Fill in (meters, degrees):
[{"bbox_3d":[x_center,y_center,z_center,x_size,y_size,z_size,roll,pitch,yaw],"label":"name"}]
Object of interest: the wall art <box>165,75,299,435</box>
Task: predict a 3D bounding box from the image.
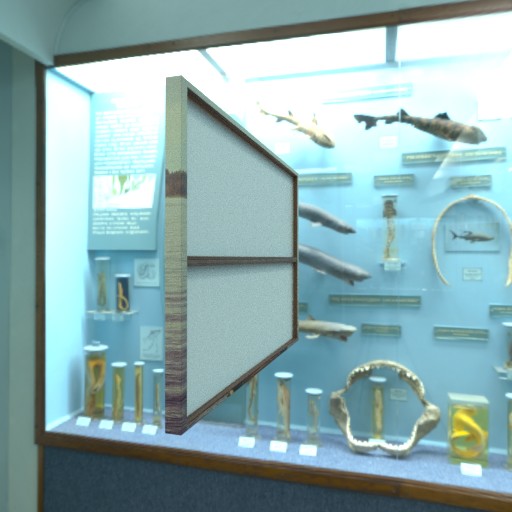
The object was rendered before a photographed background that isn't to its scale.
[{"bbox_3d":[0.000,0.000,1.489,0.040,0.765,1.149,0,0,18],"label":"wall art"}]
